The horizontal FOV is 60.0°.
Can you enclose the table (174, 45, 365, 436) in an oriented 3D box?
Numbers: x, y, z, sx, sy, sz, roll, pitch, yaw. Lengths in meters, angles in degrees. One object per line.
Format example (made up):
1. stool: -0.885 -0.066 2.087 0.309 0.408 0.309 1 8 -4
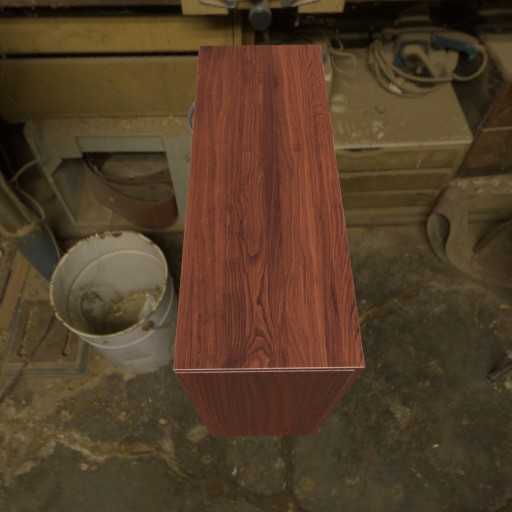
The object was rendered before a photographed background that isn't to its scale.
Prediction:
1. table: 0.000 0.000 1.370 0.380 0.790 0.930 -1 60 0
